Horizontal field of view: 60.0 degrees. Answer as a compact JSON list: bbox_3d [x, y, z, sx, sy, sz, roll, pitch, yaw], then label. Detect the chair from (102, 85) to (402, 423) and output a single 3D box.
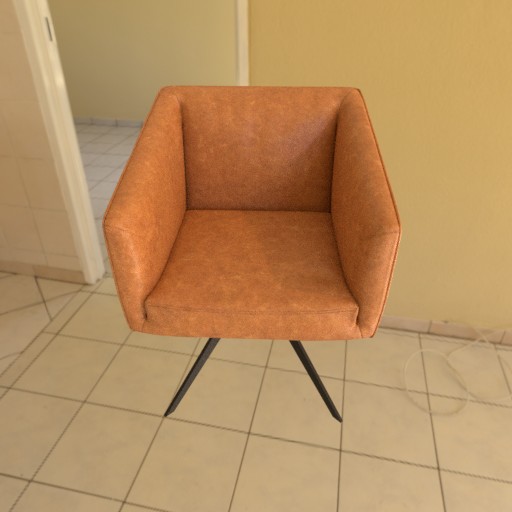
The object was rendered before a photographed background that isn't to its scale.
[{"bbox_3d":[0.000,0.000,1.210,0.588,0.760,0.625,1,32,2],"label":"chair"}]
